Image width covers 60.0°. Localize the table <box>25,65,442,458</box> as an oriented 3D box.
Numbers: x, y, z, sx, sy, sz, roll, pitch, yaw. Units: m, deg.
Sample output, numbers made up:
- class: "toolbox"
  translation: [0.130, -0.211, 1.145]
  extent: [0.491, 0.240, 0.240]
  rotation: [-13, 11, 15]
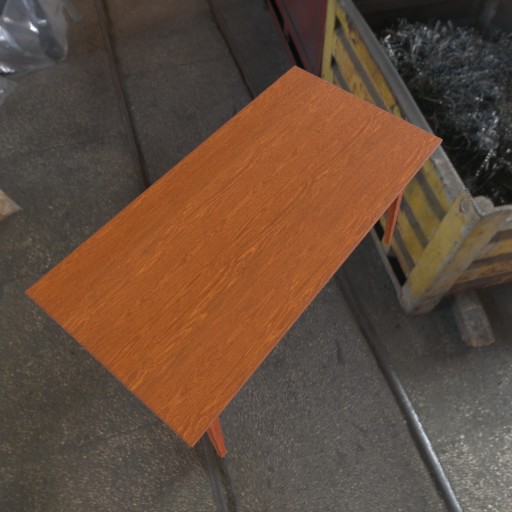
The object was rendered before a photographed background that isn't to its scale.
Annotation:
- class: "table"
  translation: [0.000, 0.000, 2.081]
  extent: [0.811, 0.755, 1.609]
  rotation: [35, 65, 19]
